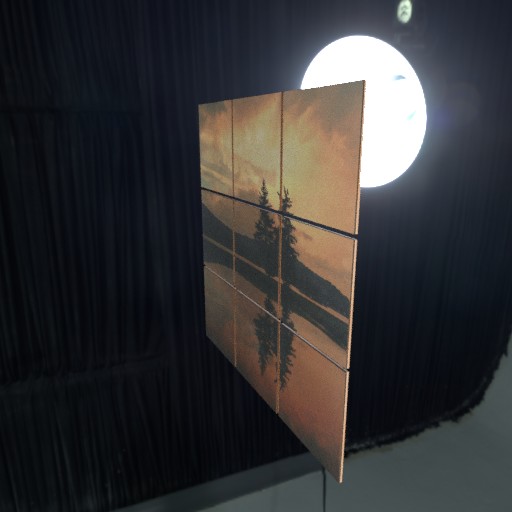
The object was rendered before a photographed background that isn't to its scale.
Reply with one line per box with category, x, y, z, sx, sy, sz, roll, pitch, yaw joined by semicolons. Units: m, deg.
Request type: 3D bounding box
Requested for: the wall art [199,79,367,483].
wall art;0.000;0.000;1.792;0.013;1.218;1.216;-8;17;-26
